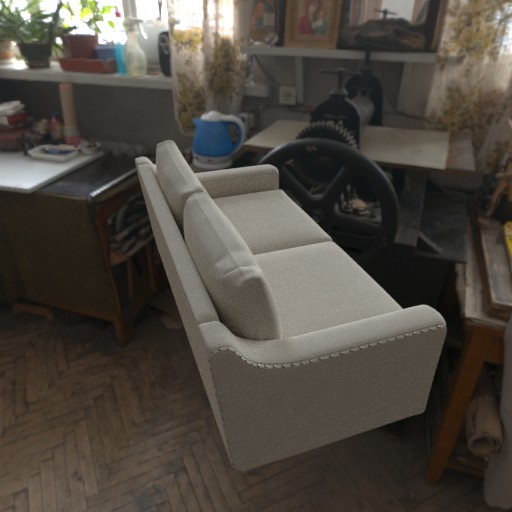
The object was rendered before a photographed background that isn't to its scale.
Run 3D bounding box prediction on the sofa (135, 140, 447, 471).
[{"bbox_3d":[0.000,0.000,2.677,1.104,0.983,2.107,-11,33,-17],"label":"sofa"}]
